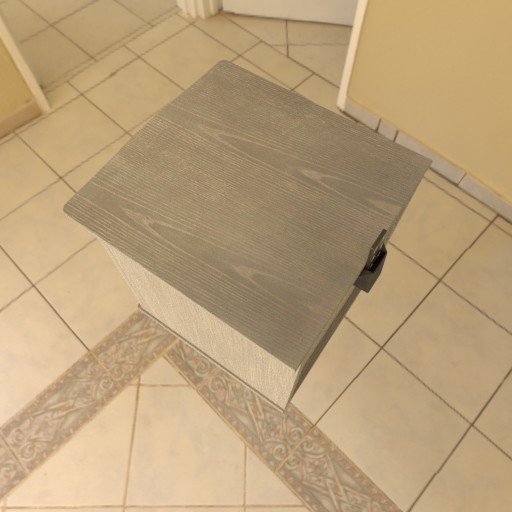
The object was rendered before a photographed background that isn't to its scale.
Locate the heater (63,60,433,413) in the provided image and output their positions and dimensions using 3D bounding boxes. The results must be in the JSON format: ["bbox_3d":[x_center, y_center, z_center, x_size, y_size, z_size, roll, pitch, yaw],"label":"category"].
[{"bbox_3d":[0.000,0.000,0.788,0.400,0.481,0.362,32,67,15],"label":"heater"}]
